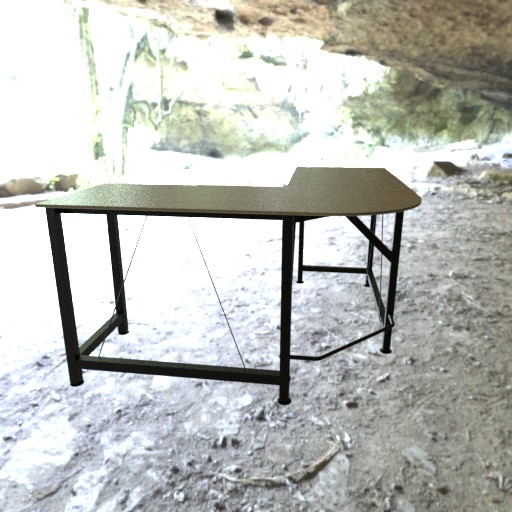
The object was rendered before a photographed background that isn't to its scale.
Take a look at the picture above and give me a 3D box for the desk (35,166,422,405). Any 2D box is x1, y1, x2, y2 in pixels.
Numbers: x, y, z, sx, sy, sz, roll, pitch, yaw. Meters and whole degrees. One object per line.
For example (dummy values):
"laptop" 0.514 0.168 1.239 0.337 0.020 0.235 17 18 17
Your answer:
"desk" 0.000 0.000 2.267 1.400 0.762 1.400 2 18 8
